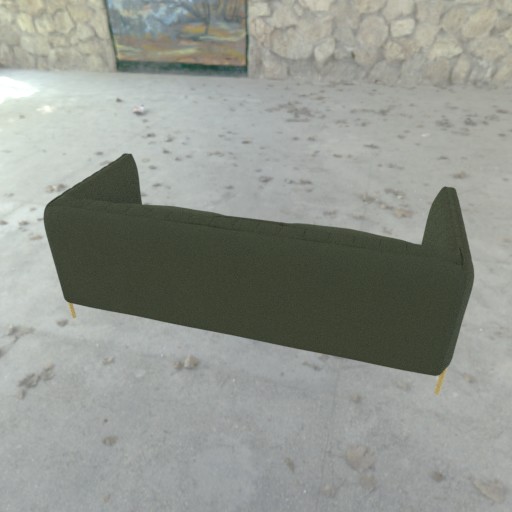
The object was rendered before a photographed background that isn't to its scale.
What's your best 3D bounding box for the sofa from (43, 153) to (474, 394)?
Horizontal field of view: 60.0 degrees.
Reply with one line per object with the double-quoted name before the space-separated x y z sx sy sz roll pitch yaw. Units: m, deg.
"sofa" 0.000 0.000 2.548 2.137 0.793 0.896 9 33 14
